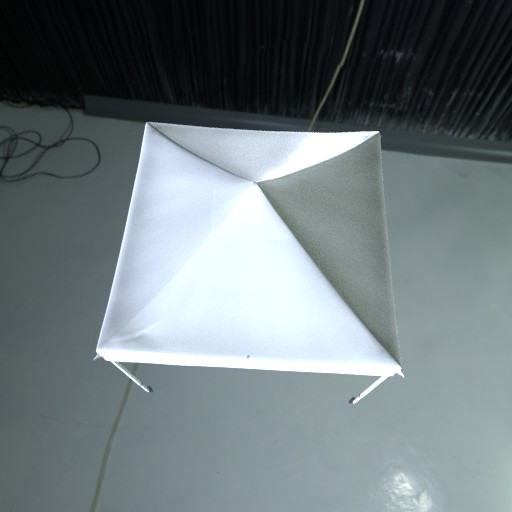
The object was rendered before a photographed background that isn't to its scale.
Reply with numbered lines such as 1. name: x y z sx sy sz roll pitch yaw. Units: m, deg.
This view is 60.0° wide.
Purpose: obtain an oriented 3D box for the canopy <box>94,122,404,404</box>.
1. canopy: 0.000 0.000 5.437 2.994 2.998 2.996 3 63 1
